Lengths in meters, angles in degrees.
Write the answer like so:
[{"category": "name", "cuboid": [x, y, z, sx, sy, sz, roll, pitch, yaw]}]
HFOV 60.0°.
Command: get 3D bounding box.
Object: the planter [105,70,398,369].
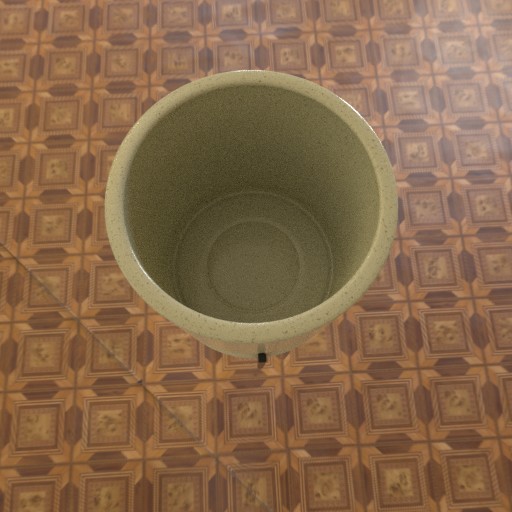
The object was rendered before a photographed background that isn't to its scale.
[{"category": "planter", "cuboid": [0.000, 0.000, 0.540, 0.243, 0.390, 0.234, -34, 77, -9]}]
